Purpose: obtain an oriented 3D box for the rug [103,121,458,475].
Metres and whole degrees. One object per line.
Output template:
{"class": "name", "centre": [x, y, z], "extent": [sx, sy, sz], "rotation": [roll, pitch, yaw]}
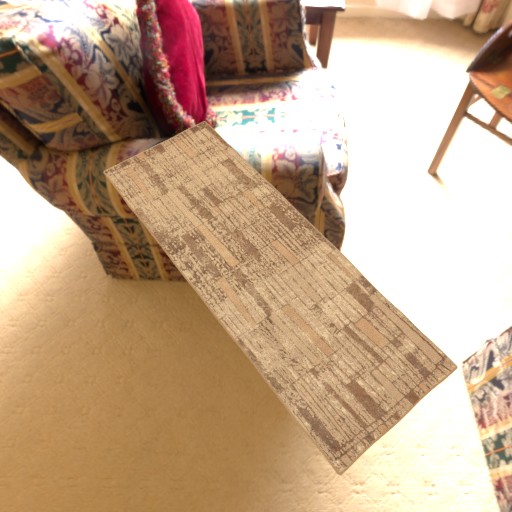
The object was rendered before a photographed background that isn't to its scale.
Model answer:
{"class": "rug", "centre": [0.000, 0.000, 2.687], "extent": [0.857, 0.018, 2.383], "rotation": [-33, 63, -19]}
